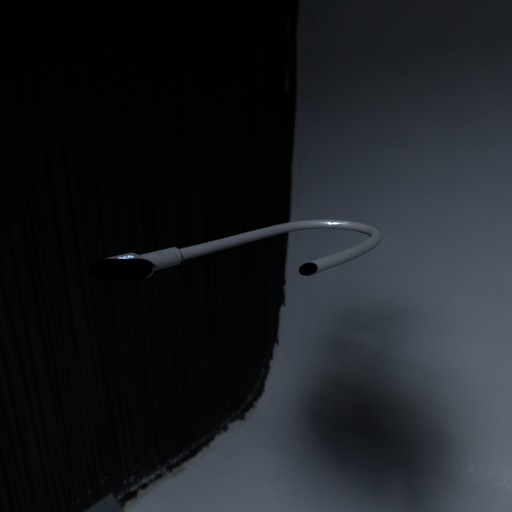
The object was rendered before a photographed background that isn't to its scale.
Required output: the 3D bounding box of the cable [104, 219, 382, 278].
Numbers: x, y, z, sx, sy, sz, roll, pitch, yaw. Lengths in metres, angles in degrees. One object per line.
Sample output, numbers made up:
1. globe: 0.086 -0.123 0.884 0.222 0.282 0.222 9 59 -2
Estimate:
1. cable: 0.000 0.000 0.110 0.041 0.005 0.098 14 21 41
